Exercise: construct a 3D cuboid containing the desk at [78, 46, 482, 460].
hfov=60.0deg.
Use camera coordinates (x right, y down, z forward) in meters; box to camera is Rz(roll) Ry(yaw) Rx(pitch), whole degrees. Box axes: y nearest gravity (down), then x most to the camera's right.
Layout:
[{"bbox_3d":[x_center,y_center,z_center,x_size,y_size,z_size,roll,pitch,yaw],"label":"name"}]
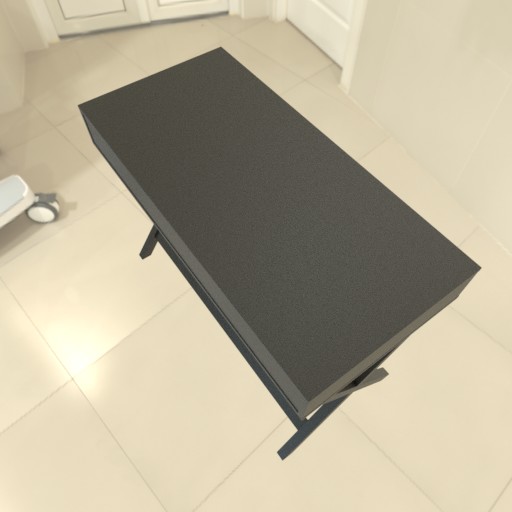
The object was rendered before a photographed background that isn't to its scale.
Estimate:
[{"bbox_3d":[0.000,0.000,1.476,0.525,0.780,1.057,-31,62,-19],"label":"desk"}]
